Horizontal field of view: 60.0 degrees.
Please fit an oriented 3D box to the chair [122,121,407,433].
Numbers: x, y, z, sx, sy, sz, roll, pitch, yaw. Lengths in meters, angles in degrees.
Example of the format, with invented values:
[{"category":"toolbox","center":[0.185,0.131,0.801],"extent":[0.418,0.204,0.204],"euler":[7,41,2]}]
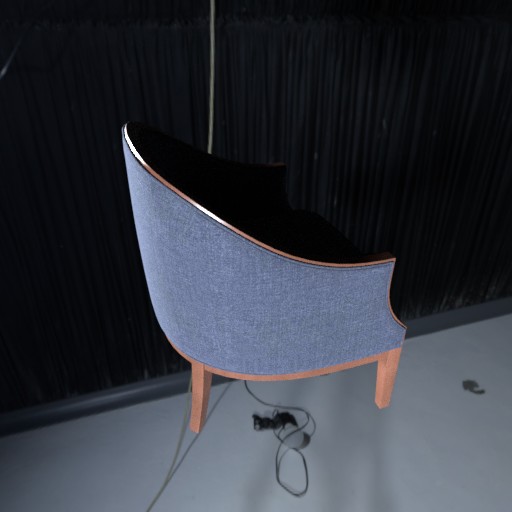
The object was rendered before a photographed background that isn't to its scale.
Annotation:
[{"category":"chair","center":[0.000,0.000,1.472],"extent":[0.735,0.876,0.803],"euler":[-10,33,-16]}]
